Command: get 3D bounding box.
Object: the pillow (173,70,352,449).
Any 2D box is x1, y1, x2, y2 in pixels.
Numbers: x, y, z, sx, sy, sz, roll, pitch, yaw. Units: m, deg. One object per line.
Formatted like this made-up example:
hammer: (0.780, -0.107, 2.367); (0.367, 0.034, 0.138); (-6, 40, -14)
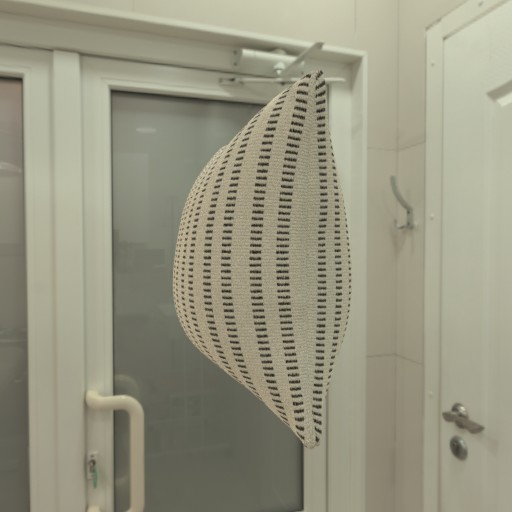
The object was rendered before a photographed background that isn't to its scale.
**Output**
pillow: (0.000, 0.000, 0.689); (0.247, 0.419, 0.438); (0, 2, -18)
